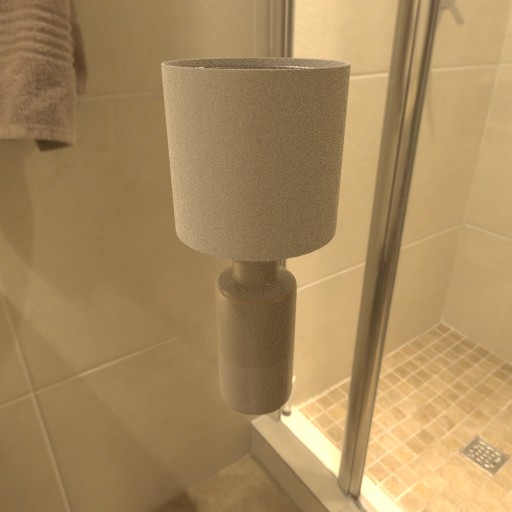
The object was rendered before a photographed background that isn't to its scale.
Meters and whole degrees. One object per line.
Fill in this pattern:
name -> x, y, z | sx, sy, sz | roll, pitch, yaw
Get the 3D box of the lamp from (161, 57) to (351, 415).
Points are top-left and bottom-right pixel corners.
lamp -> 0.000, 0.000, 0.615 | 0.212, 0.493, 0.212 | 8, 28, 15
